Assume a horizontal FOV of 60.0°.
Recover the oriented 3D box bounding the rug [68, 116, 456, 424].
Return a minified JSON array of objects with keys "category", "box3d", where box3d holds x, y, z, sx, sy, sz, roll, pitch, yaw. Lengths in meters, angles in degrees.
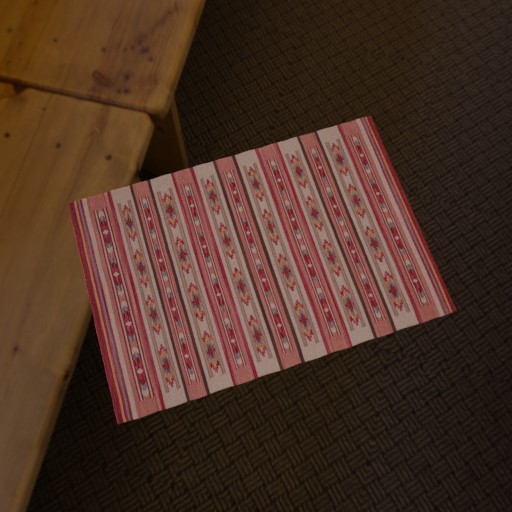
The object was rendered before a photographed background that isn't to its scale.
[{"category":"rug","box3d":[0.000,0.000,2.398,1.817,0.008,1.223,-17,76,-5]}]
